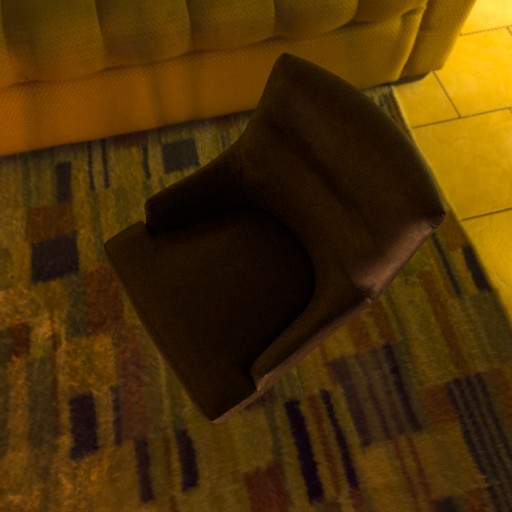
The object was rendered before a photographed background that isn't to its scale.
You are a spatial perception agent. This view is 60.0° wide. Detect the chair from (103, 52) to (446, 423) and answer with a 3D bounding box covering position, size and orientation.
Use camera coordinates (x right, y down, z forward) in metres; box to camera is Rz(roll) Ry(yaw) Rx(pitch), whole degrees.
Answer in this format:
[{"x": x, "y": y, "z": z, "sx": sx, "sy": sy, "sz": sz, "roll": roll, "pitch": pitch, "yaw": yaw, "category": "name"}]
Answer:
[{"x": 0.000, "y": 0.000, "z": 1.502, "sx": 0.874, "sy": 0.870, "sz": 0.738, "roll": -32, "pitch": 69, "yaw": -14, "category": "chair"}]
